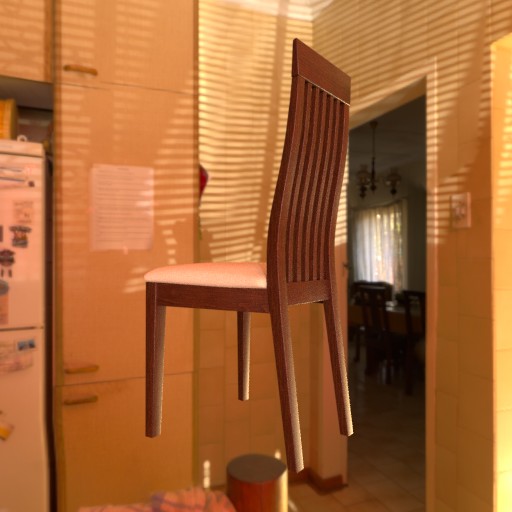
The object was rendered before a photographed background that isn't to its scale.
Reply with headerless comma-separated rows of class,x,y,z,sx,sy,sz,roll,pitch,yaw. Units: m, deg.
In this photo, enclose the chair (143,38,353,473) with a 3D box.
chair,0.000,0.000,1.299,0.474,1.027,0.460,0,0,38
